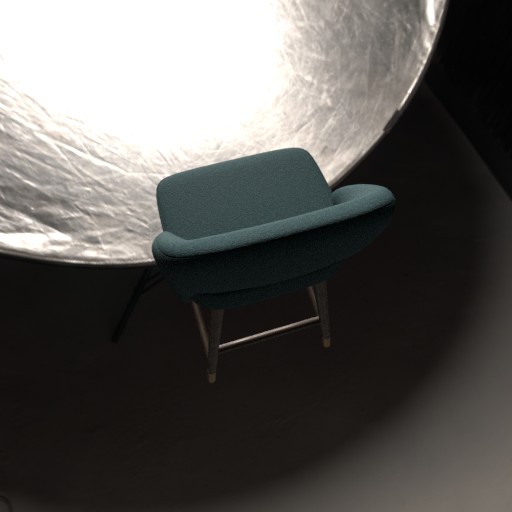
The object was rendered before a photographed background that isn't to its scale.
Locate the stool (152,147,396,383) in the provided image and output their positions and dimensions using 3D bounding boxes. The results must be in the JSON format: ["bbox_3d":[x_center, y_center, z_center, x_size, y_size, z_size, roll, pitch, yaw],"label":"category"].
[{"bbox_3d":[0.000,0.000,1.284,0.536,0.939,0.522,-15,60,-9],"label":"stool"}]
